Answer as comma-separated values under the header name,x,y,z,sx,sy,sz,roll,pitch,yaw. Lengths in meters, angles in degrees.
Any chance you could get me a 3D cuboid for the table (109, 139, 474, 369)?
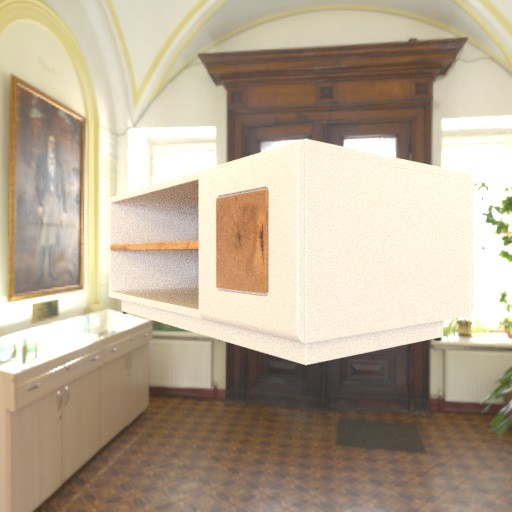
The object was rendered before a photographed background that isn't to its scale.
name,x,y,z,sx,sy,sz,roll,pitch,yaw
table,0.000,0.000,1.435,0.639,0.442,1.097,0,0,-37
